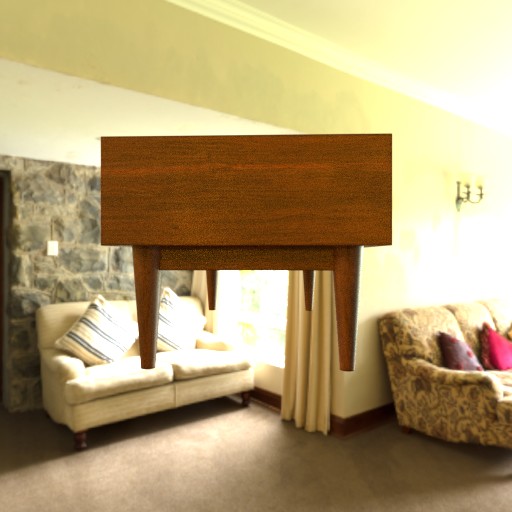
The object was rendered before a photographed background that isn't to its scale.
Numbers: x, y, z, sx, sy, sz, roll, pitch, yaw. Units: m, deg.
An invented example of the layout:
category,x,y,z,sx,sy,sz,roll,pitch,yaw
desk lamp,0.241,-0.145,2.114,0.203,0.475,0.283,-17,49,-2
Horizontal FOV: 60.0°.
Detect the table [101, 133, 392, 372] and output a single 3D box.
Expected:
category,x,y,z,sx,sy,sz,roll,pitch,yaw
table,0.000,0.000,1.536,0.610,0.508,1.221,0,0,2
